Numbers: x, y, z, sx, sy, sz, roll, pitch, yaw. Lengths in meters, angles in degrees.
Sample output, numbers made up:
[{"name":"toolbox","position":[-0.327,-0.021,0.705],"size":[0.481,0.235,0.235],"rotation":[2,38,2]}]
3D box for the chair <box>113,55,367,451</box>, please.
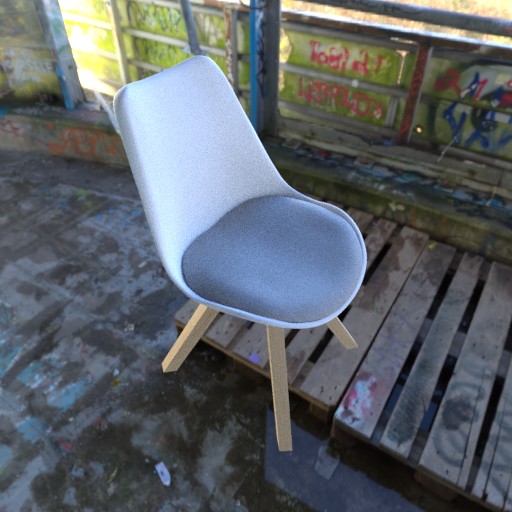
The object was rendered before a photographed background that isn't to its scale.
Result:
[{"name":"chair","position":[0.000,0.000,1.158],"size":[0.550,0.850,0.485],"rotation":[25,48,25]}]
